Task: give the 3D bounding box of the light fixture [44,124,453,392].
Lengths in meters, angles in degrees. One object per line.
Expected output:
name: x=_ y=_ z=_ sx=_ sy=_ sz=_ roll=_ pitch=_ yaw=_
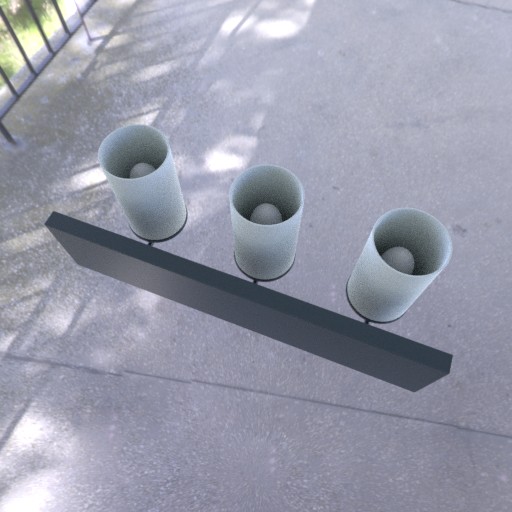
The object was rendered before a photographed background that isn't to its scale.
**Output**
light fixture: x=0.000 y=0.000 z=0.530 sx=0.451 sy=0.172 sz=0.145 roll=19 pitch=65 yaw=9
